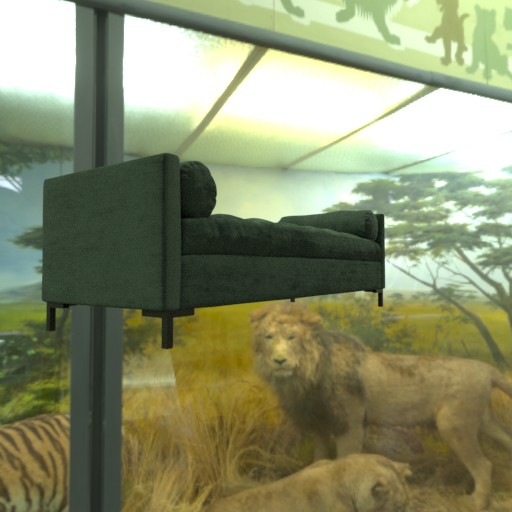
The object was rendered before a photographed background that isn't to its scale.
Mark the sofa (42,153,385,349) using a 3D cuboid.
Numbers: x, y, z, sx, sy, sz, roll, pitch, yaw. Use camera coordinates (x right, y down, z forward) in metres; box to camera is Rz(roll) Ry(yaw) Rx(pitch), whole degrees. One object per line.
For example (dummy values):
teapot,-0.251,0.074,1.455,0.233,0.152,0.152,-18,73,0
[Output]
sofa,0.000,0.000,2.532,0.817,0.681,2.130,-1,-2,36
